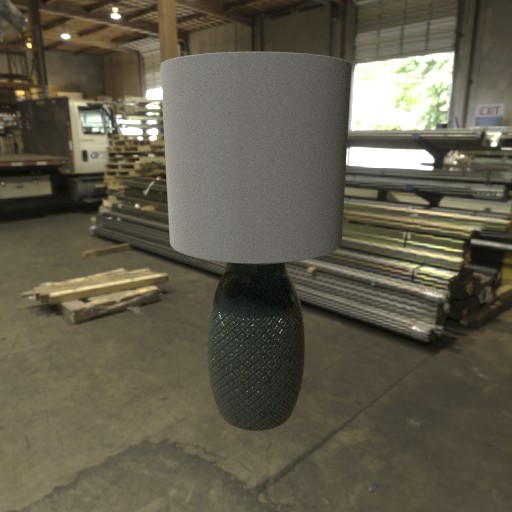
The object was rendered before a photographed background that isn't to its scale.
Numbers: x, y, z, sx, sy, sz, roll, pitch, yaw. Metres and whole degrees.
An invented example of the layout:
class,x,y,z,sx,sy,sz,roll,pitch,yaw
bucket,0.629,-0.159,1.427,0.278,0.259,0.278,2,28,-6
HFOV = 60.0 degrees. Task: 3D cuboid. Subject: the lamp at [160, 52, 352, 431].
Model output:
class,x,y,z,sx,sy,sz,roll,pitch,yaw
lamp,0.000,0.000,0.574,0.217,0.453,0.217,15,22,42
